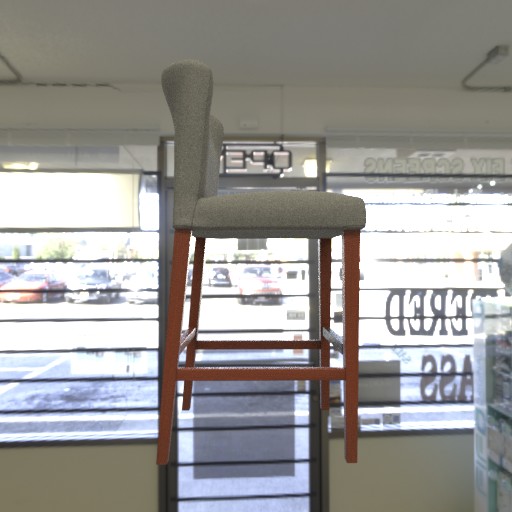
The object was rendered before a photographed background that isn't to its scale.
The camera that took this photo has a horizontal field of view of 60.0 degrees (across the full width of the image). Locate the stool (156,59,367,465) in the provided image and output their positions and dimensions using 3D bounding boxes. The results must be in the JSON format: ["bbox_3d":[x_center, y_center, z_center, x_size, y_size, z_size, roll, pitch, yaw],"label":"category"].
[{"bbox_3d":[0.000,0.000,1.356,0.568,1.069,0.481,0,-1,-1],"label":"stool"}]
